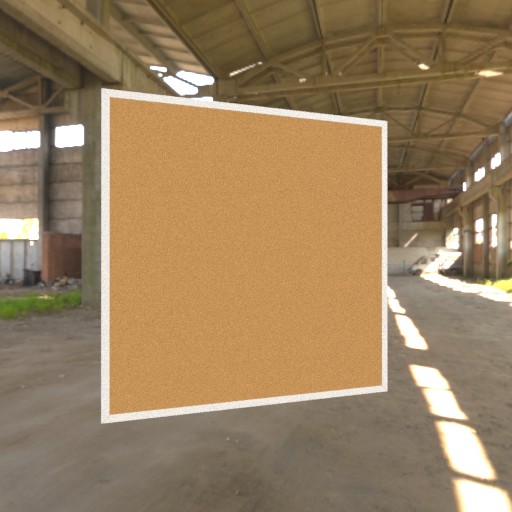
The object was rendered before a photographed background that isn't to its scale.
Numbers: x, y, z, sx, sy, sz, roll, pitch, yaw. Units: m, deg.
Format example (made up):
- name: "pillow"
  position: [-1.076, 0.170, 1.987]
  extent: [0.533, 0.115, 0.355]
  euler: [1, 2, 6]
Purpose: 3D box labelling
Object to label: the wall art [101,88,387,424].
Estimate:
- name: "wall art"
  position: [0.000, 0.000, 0.462]
  extent: [0.304, 0.304, 0.024]
  euler: [0, 0, -19]
